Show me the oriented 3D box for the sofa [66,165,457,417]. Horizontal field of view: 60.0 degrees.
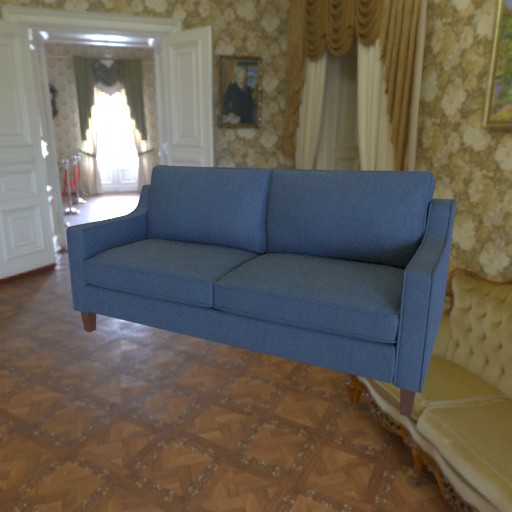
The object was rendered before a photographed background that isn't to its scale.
[{"bbox_3d":[0.000,0.000,2.782,2.178,1.071,1.066,7,17,26],"label":"sofa"}]
